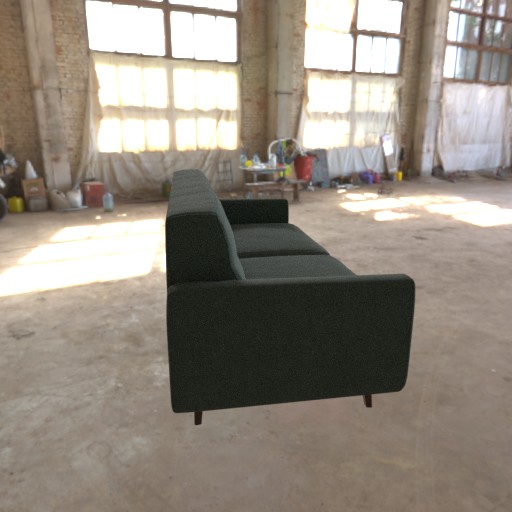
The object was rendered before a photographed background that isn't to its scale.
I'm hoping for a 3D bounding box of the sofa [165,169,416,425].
[{"bbox_3d":[0.000,0.000,2.460,0.909,0.841,2.029,-3,16,-9],"label":"sofa"}]
